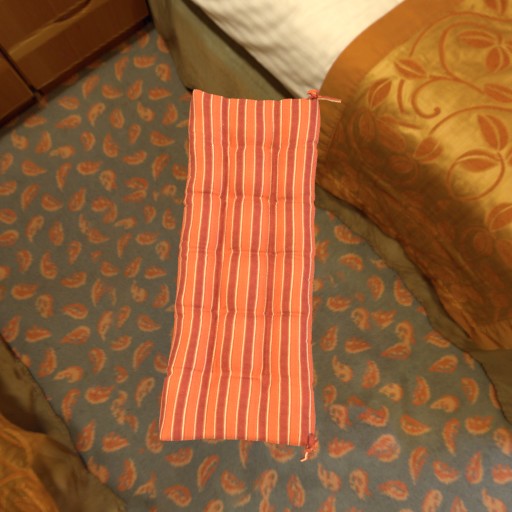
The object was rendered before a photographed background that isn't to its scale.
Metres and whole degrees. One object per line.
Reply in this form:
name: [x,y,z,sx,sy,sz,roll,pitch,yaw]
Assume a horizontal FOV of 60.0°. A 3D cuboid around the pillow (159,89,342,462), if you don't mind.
pillow: [0.000,0.000,1.398,0.511,0.174,1.194,3,76,1]
